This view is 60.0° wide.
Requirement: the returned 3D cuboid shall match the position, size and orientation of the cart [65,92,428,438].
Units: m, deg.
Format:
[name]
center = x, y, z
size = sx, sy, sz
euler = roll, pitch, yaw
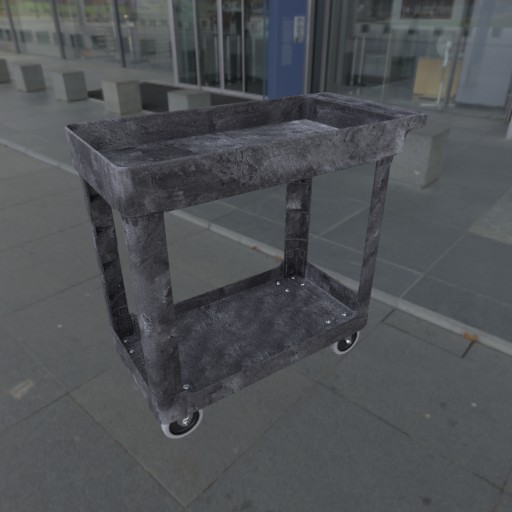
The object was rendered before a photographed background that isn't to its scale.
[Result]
[cart]
center = 0.000, 0.000, 1.358
size = 0.877, 0.824, 0.420
euler = -18, 34, -29
